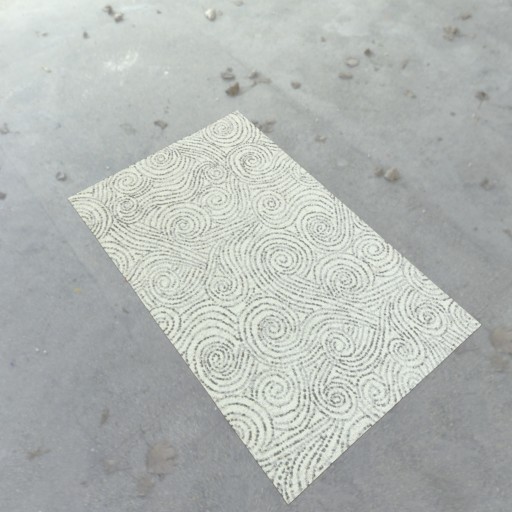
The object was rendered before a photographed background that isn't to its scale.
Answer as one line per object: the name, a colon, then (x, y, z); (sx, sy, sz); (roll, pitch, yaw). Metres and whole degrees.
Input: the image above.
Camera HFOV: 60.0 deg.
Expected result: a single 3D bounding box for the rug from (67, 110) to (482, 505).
rug: (0.000, 0.000, 2.909); (1.524, 0.005, 2.439); (-34, 64, -19)
